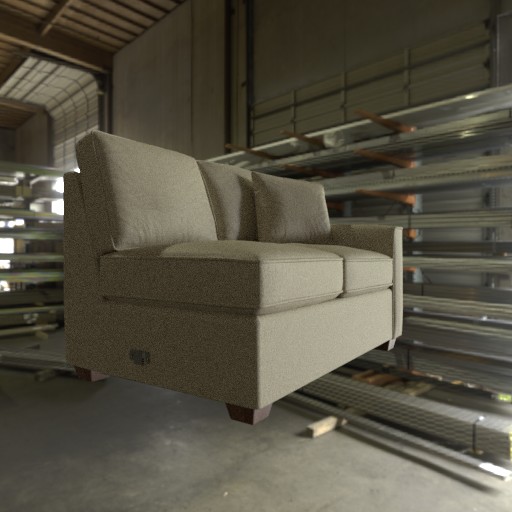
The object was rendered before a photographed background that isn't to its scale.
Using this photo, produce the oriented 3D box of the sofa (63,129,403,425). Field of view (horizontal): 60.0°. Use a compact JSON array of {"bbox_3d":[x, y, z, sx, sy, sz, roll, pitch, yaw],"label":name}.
[{"bbox_3d":[0.000,0.000,2.064,0.991,0.989,1.388,0,1,35],"label":"sofa"}]
